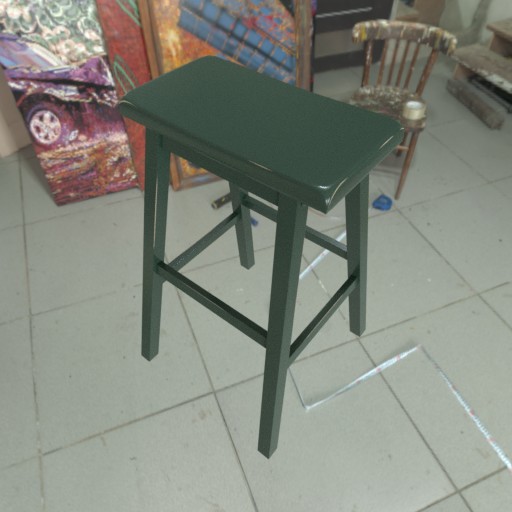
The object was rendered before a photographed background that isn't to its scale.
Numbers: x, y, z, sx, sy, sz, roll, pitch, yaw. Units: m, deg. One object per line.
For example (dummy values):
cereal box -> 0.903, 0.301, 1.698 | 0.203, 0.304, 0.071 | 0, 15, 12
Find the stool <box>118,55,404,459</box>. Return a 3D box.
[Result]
stool -> 0.000, 0.000, 1.026 | 0.457, 0.737, 0.476 | 30, 54, 25
